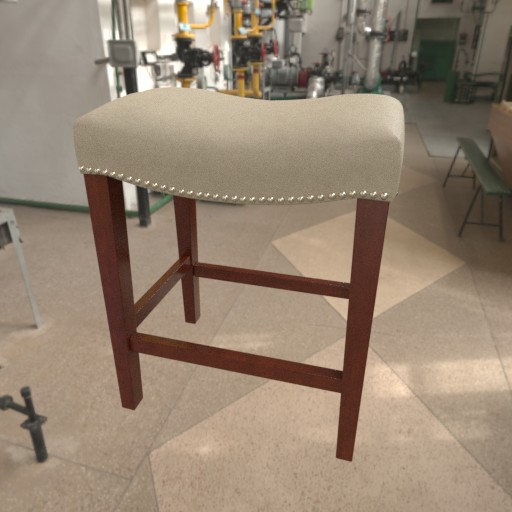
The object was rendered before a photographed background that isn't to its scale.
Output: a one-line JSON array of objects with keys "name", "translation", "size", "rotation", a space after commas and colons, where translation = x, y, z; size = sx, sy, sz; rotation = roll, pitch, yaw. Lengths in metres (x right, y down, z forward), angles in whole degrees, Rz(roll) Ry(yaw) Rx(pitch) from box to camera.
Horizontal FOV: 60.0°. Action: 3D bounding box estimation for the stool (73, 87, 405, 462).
[{"name": "stool", "translation": [0.000, 0.000, 0.914], "size": [0.509, 0.632, 0.375], "rotation": [7, 28, 14]}]
